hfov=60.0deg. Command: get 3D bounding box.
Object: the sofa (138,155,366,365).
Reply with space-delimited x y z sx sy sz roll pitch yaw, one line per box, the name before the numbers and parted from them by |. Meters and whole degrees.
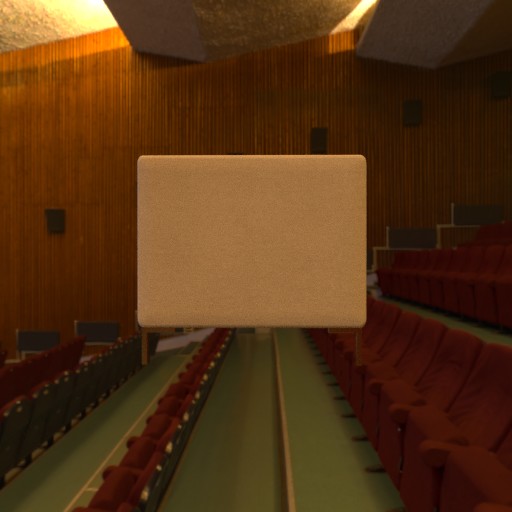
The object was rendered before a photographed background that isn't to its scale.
sofa | 0.000 0.000 2.293 0.686 0.635 1.981 0 0 1
